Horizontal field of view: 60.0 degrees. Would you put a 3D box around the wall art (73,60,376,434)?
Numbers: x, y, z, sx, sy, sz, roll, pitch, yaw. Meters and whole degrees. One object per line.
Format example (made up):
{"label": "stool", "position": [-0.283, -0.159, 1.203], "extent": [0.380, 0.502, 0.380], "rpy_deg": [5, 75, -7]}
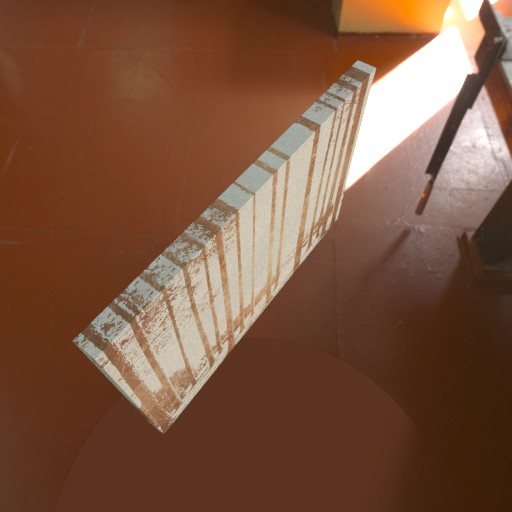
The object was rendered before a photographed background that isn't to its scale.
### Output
{"label": "wall art", "position": [0.000, 0.000, 0.768], "extent": [0.035, 0.405, 0.609], "rpy_deg": [32, 63, 19]}
